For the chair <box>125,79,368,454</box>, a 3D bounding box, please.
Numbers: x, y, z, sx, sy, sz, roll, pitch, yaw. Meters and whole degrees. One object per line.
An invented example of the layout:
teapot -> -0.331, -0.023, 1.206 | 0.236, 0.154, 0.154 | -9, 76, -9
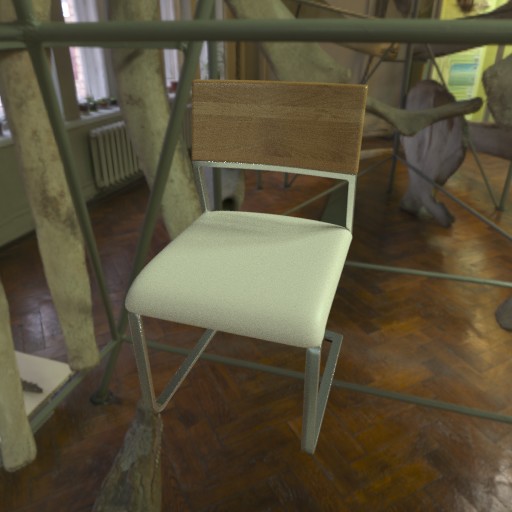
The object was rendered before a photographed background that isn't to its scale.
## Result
chair -> 0.000, 0.000, 1.192 | 0.467, 0.844, 0.585 | 8, 28, 16
